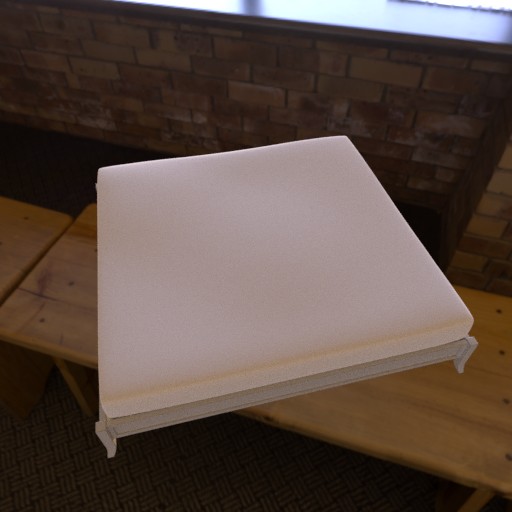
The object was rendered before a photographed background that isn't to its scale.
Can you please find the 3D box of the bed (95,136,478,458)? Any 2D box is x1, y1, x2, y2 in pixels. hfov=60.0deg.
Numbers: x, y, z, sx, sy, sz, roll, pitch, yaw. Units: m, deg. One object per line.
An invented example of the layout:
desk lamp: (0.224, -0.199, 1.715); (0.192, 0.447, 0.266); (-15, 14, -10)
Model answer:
bed: (0.000, 0.000, 2.995); (2.108, 0.510, 2.007); (-10, 48, -9)
